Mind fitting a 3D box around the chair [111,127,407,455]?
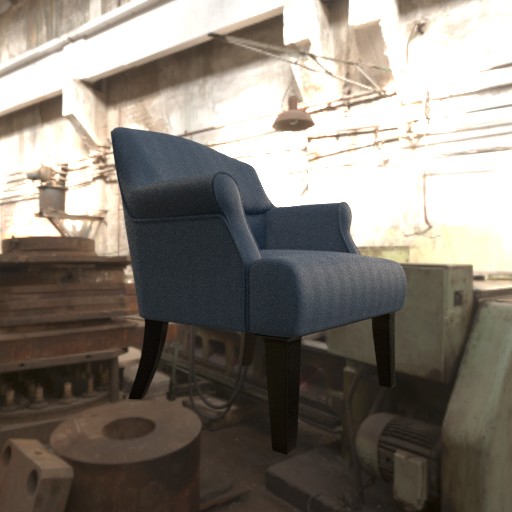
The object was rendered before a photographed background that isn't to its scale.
[{"bbox_3d":[0.000,0.000,1.440,0.754,0.878,0.770,-1,-1,37],"label":"chair"}]
